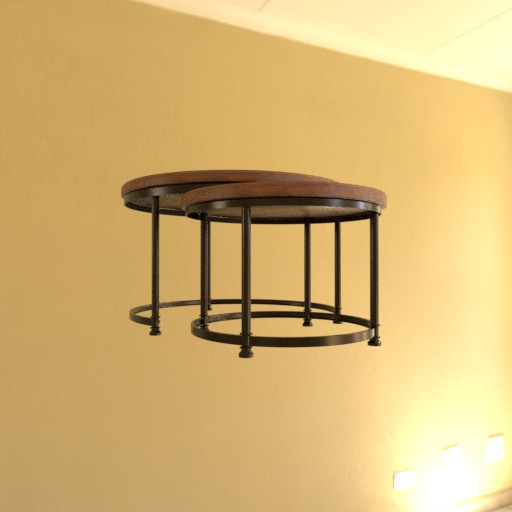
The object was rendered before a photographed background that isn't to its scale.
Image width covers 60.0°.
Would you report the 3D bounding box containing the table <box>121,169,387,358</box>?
[{"bbox_3d":[0.000,0.000,1.645,0.870,0.516,1.152,0,0,-35],"label":"table"}]
